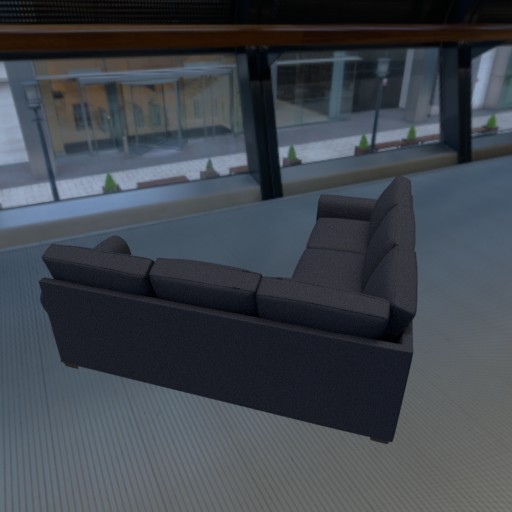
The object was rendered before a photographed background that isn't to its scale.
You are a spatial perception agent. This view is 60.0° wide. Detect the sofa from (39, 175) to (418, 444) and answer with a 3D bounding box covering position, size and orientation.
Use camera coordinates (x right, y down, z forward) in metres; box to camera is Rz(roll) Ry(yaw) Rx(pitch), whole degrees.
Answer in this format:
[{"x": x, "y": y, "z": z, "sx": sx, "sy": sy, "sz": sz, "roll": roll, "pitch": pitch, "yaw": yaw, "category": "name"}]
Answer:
[{"x": 0.000, "y": 0.000, "z": 3.905, "sx": 2.562, "sy": 1.042, "sz": 2.487, "roll": 9, "pitch": 31, "yaw": 15, "category": "sofa"}]
